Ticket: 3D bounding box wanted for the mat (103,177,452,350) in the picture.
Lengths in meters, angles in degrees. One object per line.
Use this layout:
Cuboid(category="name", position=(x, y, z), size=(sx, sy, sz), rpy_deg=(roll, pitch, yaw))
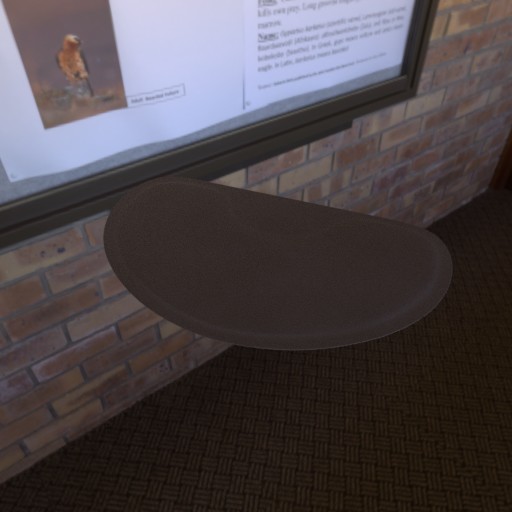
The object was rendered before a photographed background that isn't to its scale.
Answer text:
Cuboid(category="mat", position=(0.000, 0.000, 1.830), size=(1.524, 0.013, 0.913), rpy_deg=(14, 43, 15))
